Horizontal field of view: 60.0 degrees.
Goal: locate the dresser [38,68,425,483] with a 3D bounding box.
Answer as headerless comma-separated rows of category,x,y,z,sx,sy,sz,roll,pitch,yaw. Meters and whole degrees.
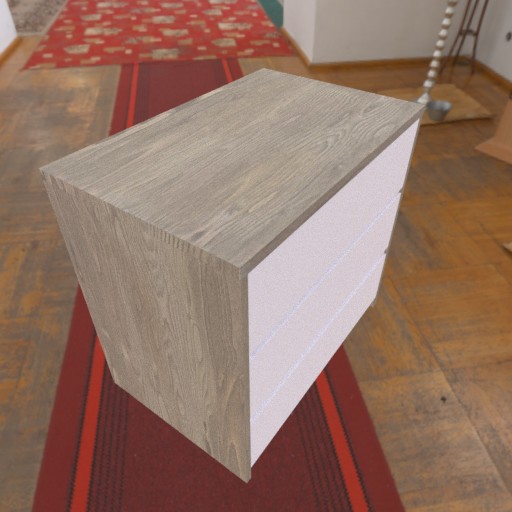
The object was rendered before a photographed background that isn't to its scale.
dresser,0.000,0.000,1.296,0.529,0.762,0.809,25,46,27
